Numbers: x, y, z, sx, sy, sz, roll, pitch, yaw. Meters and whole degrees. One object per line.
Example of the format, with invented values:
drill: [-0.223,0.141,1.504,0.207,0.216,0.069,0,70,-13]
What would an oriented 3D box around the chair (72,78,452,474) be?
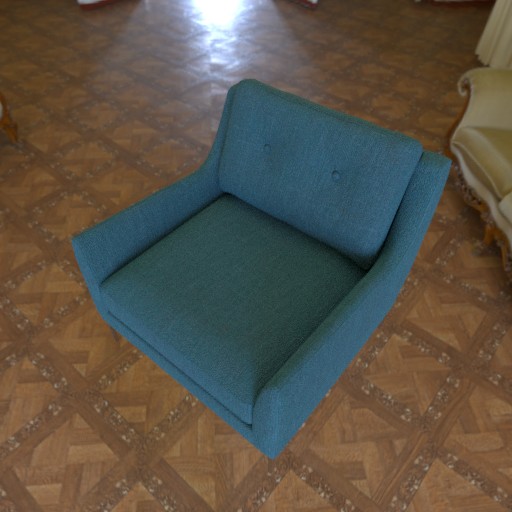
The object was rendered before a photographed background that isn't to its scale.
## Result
chair: [0.000,0.000,1.499,0.847,0.828,0.849,31,53,26]
